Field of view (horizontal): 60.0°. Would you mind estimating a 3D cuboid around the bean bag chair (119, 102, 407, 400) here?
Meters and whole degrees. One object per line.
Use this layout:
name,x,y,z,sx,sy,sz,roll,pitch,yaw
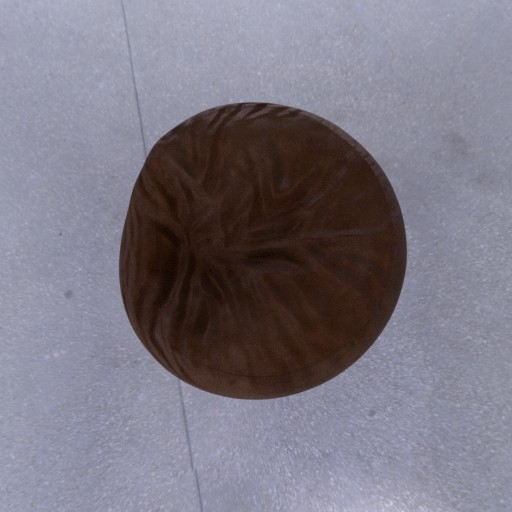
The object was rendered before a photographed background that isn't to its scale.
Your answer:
bean bag chair,0.000,0.000,1.492,0.918,0.616,0.918,0,76,0
